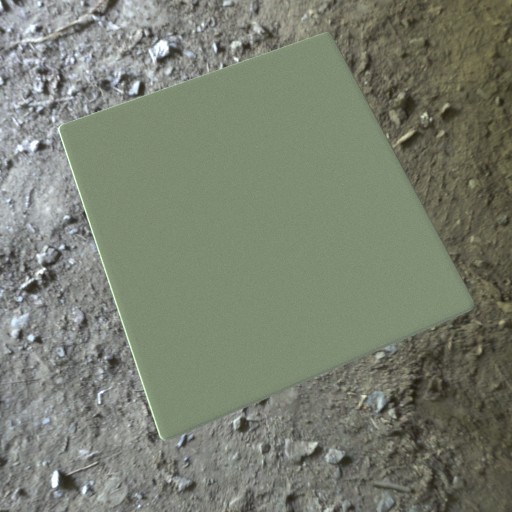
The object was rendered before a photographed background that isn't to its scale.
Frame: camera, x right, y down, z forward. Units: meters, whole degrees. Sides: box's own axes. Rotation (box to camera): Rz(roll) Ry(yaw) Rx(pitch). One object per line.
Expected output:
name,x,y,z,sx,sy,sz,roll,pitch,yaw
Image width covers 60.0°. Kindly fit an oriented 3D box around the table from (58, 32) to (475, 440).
table,0.000,0.000,0.970,0.500,0.563,0.533,-22,76,-5
